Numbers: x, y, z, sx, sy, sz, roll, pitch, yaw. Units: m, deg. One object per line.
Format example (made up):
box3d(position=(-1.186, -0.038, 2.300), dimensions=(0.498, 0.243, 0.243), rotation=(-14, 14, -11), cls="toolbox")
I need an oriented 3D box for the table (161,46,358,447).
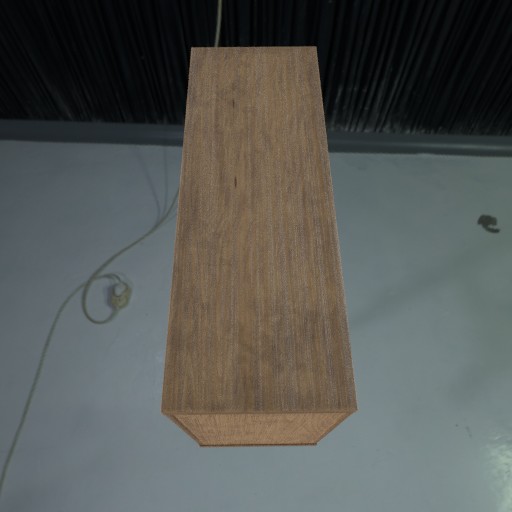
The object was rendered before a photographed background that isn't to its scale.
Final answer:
box3d(position=(0.000, 0.000, 1.528), dimensions=(0.410, 0.771, 1.151), rotation=(-1, 62, 0), cls="table")
